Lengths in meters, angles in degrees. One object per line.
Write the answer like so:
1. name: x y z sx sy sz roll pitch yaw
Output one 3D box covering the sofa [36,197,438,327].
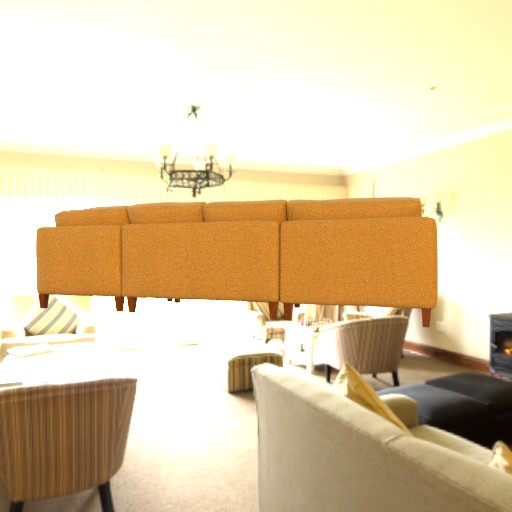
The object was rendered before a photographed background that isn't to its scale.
1. sofa: 0.000 0.000 4.742 3.460 0.961 2.594 0 0 18
